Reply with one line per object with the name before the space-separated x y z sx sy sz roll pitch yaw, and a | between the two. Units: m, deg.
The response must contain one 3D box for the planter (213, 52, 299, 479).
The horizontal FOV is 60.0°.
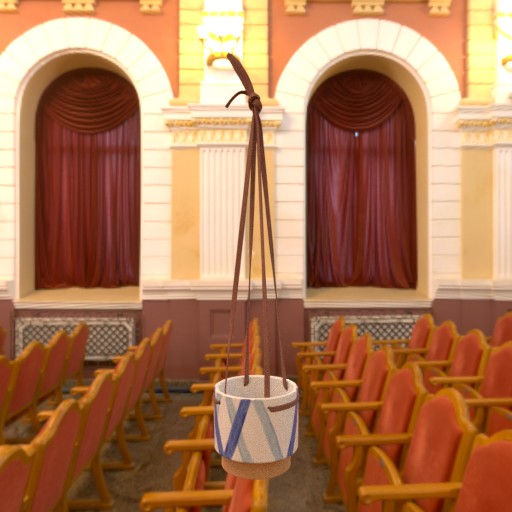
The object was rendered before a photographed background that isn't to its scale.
planter | 0.000 0.000 0.809 0.157 0.753 0.153 0 0 0
